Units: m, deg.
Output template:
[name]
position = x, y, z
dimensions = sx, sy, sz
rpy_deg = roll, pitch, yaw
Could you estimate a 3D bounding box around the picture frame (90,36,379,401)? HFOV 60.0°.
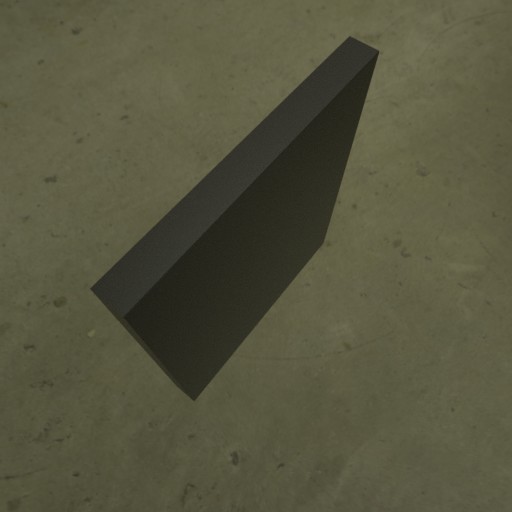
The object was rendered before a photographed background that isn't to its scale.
[picture frame]
position = 0.000, 0.000, 0.528
dimensions = 0.034, 0.378, 0.328
rpy_deg = 35, 69, 16
